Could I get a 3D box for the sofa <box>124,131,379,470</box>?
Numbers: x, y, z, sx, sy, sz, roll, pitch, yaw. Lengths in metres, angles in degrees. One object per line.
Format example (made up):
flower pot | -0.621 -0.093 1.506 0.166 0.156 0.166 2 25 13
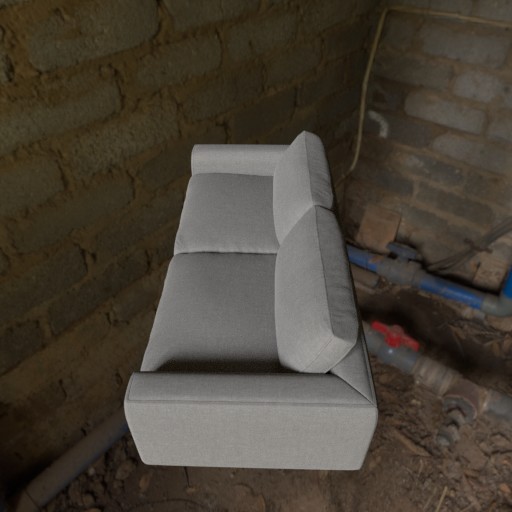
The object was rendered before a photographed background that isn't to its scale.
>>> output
sofa | 0.000 0.000 2.703 1.070 0.801 2.262 1 41 1
